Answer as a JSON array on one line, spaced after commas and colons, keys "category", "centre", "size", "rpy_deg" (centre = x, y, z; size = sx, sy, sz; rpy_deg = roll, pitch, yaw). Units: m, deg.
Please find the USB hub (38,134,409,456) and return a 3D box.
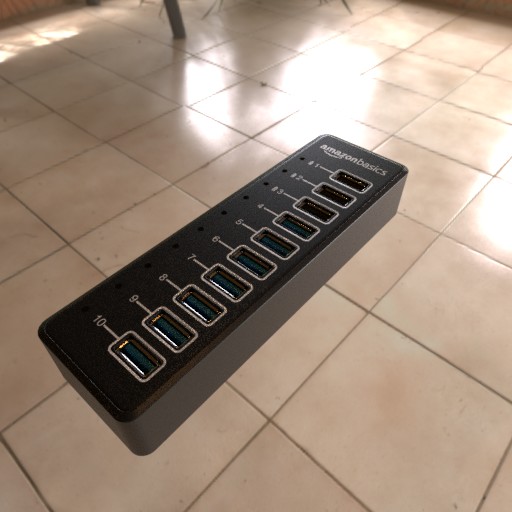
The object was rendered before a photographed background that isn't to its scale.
[{"category": "USB hub", "centre": [0.000, 0.000, 0.162], "size": [0.044, 0.023, 0.145], "rpy_deg": [32, 54, 27]}]
